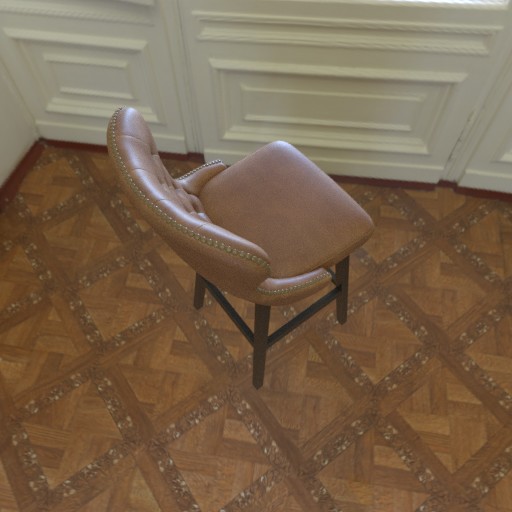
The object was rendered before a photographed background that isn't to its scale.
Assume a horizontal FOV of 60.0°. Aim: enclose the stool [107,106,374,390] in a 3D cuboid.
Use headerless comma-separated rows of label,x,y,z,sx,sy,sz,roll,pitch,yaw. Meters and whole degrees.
stool,0.000,0.000,1.367,0.601,1.050,0.528,-33,64,-18
